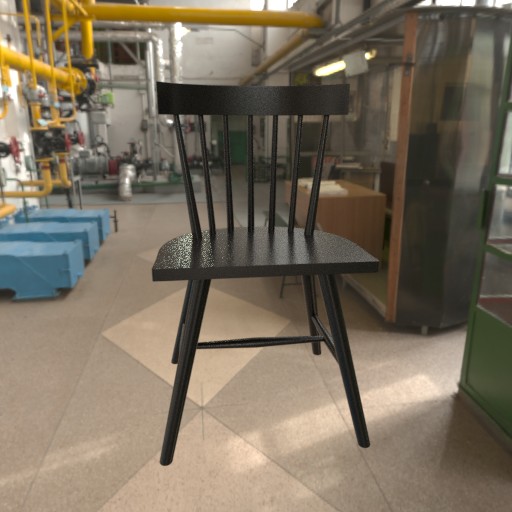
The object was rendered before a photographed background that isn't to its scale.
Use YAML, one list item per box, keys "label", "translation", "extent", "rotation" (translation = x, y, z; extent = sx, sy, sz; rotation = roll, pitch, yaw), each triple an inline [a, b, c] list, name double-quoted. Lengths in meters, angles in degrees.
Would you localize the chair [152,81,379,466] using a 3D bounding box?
- label: "chair"
  translation: [0.000, 0.000, 1.151]
  extent: [0.506, 0.844, 0.483]
  rotation: [-2, 17, -7]
